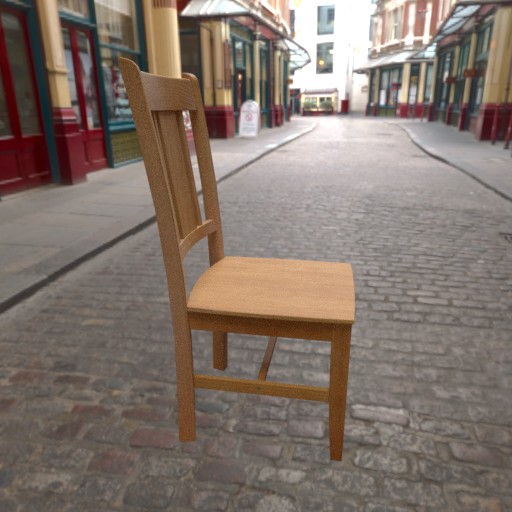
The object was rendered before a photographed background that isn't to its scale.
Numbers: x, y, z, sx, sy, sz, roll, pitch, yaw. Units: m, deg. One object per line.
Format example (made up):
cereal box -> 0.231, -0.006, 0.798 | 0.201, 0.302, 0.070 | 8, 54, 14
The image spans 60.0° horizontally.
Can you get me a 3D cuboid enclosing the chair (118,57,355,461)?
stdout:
chair -> 0.000, 0.000, 1.257 | 0.556, 0.998, 0.450 | 3, 19, 10
